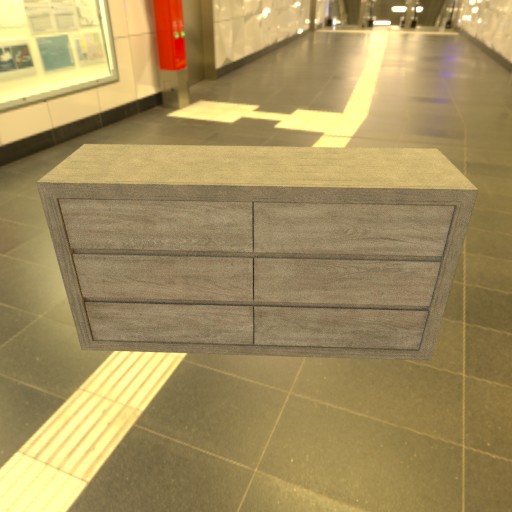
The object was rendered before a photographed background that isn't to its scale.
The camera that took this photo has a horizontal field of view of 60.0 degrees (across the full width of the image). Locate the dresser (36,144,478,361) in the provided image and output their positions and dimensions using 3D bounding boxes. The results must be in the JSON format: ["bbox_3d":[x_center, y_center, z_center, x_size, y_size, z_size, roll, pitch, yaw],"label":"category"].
[{"bbox_3d":[0.000,0.000,2.063,1.628,0.889,0.483,1,31,2],"label":"dresser"}]
